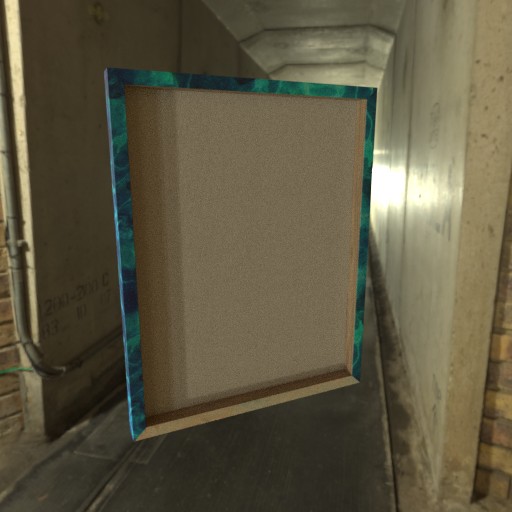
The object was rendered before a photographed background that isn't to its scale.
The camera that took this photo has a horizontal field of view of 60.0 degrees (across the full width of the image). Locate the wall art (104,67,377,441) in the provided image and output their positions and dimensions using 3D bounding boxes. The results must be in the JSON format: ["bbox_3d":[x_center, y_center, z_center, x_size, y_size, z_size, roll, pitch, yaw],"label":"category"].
[{"bbox_3d":[0.000,0.000,0.854,0.508,0.635,0.038,-6,15,-24],"label":"wall art"}]
